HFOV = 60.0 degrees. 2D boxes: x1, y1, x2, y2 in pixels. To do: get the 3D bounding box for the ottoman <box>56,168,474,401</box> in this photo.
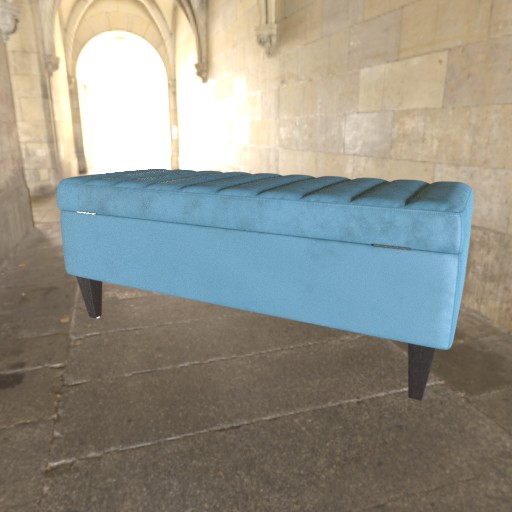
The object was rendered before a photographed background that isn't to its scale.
[{"bbox_3d":[0.000,0.000,1.351,1.151,0.469,0.482,8,17,26],"label":"ottoman"}]
